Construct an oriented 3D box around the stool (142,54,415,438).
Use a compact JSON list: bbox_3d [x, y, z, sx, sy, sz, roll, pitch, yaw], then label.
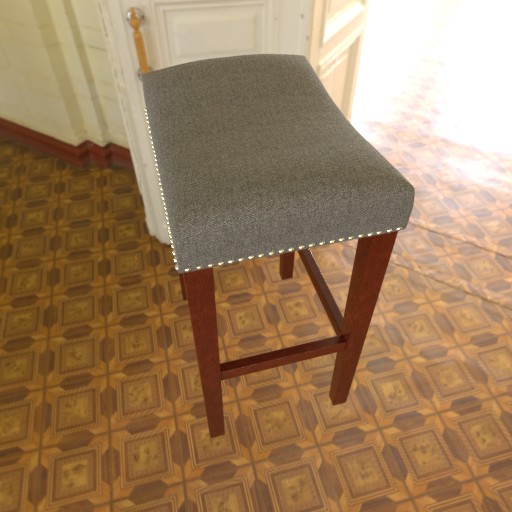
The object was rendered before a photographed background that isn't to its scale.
[{"bbox_3d":[0.000,0.000,1.029,0.372,0.742,0.504,-11,48,-10],"label":"stool"}]
